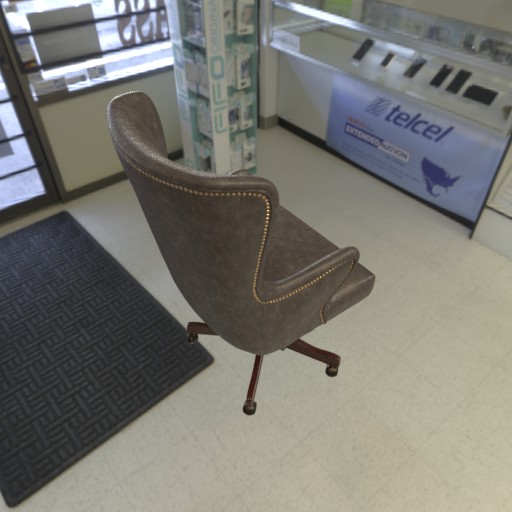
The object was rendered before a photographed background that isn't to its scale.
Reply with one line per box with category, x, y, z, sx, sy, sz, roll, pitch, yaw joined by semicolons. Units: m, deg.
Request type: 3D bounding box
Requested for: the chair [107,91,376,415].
chair;0.000;0.000;1.459;0.717;1.037;0.594;-27;48;-26
